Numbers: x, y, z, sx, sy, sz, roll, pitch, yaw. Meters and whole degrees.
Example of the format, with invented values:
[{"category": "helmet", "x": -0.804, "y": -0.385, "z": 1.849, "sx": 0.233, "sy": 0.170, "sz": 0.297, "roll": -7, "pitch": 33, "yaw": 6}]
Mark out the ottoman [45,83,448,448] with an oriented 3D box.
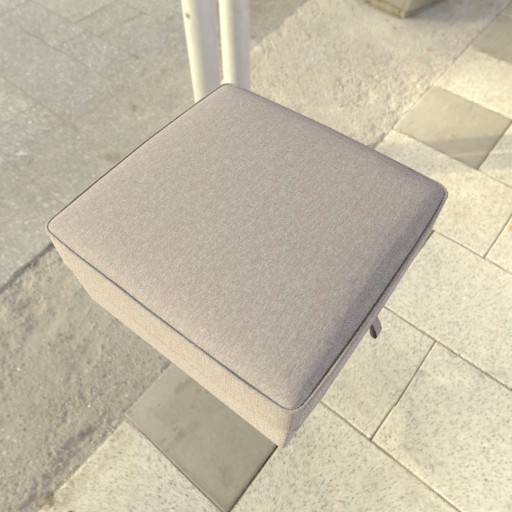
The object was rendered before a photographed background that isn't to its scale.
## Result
[{"category": "ottoman", "x": 0.000, "y": 0.000, "z": 1.391, "sx": 0.871, "sy": 0.612, "sz": 0.808, "roll": 32, "pitch": 63, "yaw": 19}]
